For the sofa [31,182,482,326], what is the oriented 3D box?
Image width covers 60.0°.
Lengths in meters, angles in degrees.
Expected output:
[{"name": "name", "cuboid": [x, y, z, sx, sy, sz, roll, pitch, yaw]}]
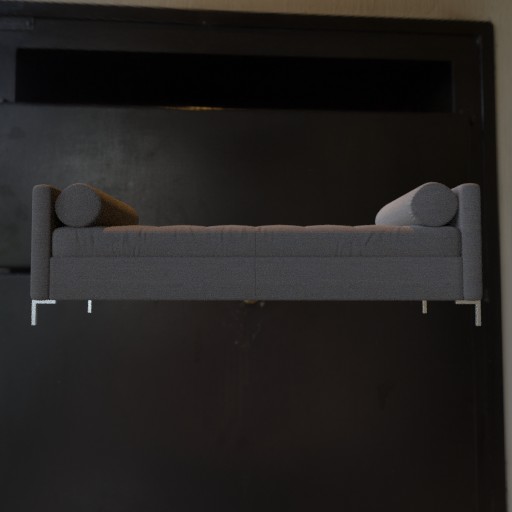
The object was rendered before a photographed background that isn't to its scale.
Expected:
[{"name": "sofa", "cuboid": [0.000, 0.000, 2.278, 1.981, 0.635, 0.686, 0, -2, 1]}]
